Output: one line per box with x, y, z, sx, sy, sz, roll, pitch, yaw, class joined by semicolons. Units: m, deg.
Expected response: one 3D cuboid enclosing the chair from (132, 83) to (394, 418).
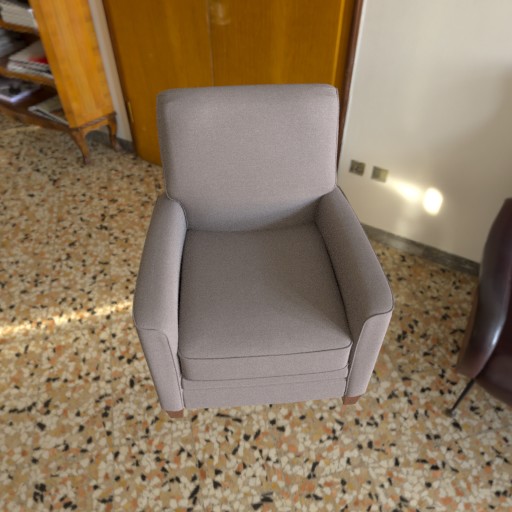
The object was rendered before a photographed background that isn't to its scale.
0.000;0.000;1.705;0.845;1.023;0.859;-3;44;-4;chair
